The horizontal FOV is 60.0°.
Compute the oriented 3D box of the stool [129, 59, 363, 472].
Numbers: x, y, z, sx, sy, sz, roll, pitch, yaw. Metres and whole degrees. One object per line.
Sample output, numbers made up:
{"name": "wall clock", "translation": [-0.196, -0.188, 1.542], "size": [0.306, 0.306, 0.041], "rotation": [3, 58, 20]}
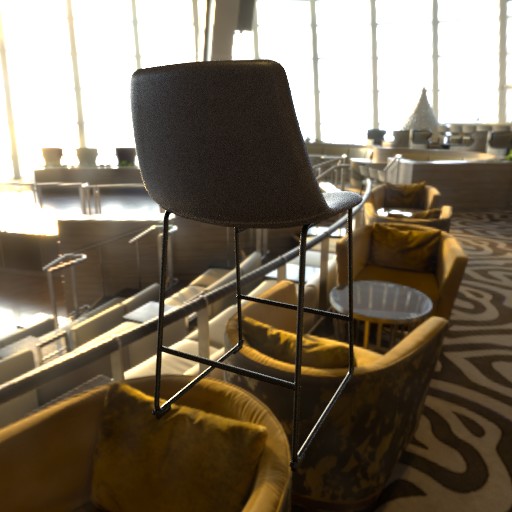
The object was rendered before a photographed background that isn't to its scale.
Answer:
{"name": "stool", "translation": [0.000, 0.000, 1.153], "size": [0.470, 0.876, 0.546], "rotation": [9, 19, 27]}
